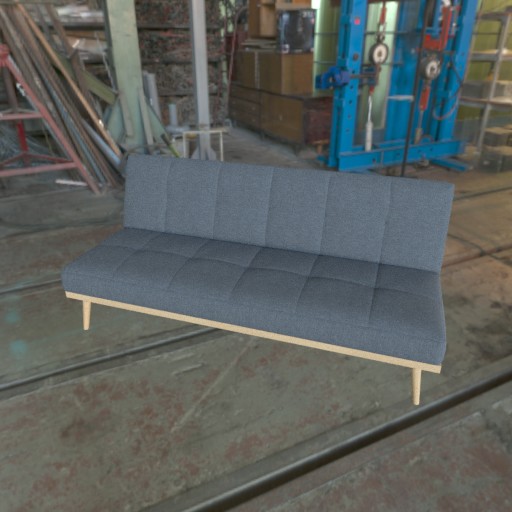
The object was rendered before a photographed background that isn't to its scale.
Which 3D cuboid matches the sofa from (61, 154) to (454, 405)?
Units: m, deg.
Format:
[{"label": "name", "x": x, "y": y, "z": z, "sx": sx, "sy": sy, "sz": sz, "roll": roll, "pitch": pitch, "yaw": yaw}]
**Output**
[{"label": "sofa", "x": 0.000, "y": 0.000, "z": 2.260, "sx": 1.820, "sy": 0.770, "sz": 0.820, "roll": 9, "pitch": 28, "yaw": 16}]
